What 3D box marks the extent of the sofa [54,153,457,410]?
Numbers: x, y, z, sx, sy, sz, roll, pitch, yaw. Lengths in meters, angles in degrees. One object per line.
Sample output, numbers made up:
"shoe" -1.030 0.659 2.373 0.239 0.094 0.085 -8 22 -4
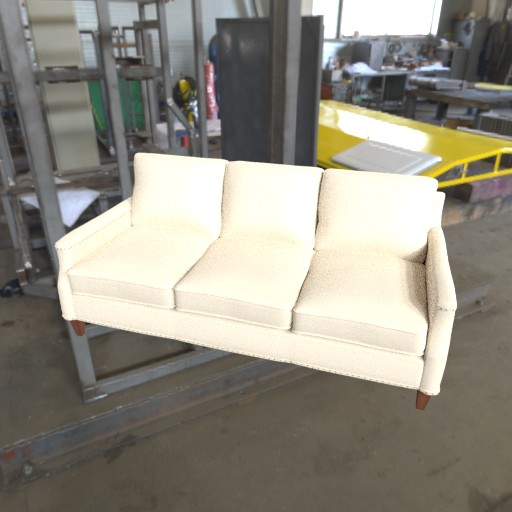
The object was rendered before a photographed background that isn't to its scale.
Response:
"sofa" 0.000 0.000 2.786 2.246 1.003 1.084 8 28 15
